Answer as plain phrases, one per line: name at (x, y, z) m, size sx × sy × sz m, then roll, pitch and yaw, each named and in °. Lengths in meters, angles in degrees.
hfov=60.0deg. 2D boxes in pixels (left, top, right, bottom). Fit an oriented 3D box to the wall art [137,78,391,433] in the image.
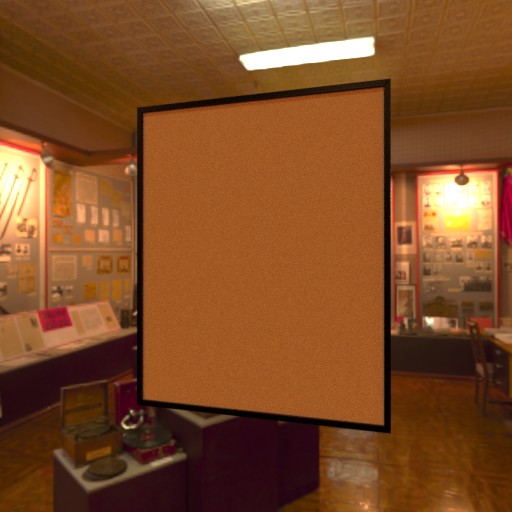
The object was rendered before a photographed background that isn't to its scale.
wall art at (0.000, 0.000, 0.775) m, size 0.451 × 0.553 × 0.039 m, roll 0°, pitch 0°, yaw 17°
